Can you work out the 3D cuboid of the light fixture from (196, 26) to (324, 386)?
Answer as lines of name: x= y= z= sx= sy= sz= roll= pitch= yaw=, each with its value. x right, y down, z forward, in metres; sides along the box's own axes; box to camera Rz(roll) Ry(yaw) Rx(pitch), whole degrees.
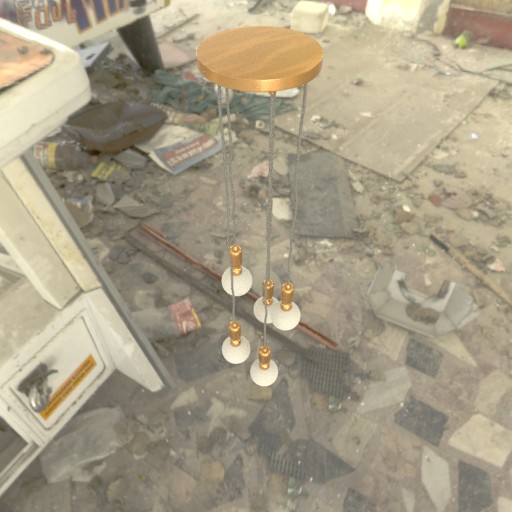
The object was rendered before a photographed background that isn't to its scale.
light fixture: x=0.000 y=0.000 z=0.503 sx=0.105 sy=0.457 sz=0.108 roll=-25 pitch=52 yaw=-21
